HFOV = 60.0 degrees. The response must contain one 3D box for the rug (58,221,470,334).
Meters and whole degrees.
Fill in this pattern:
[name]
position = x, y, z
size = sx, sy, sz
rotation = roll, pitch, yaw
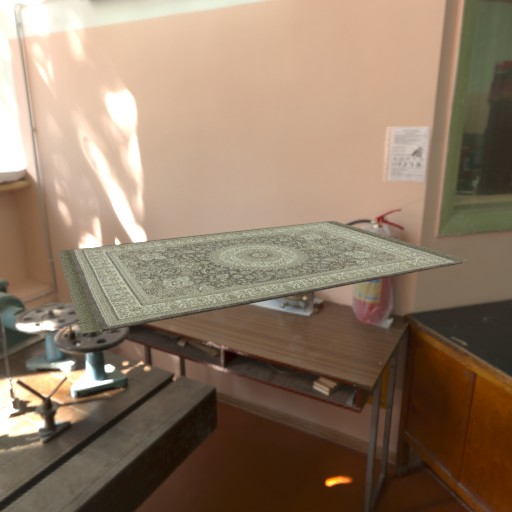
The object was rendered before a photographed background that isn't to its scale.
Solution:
[rug]
position = 0.000, 0.000, 4.315
size = 3.422, 0.015, 2.143
rotation = -8, 18, -26
